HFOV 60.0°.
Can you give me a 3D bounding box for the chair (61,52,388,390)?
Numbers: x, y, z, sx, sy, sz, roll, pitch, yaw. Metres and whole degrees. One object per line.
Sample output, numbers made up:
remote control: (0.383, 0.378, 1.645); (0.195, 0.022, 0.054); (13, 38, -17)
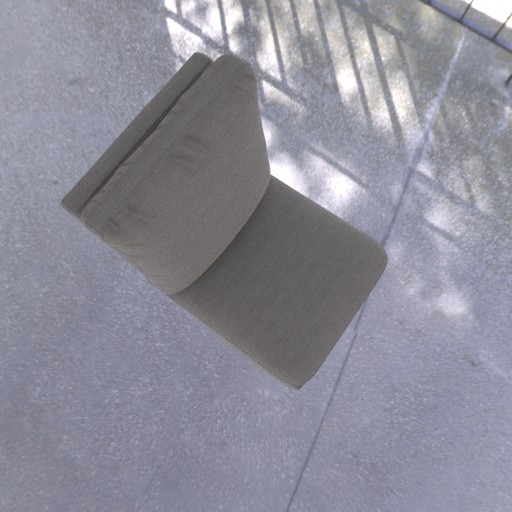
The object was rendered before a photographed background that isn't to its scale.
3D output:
chair: (0.000, 0.000, 1.306); (0.698, 0.927, 0.503); (35, 78, 9)
